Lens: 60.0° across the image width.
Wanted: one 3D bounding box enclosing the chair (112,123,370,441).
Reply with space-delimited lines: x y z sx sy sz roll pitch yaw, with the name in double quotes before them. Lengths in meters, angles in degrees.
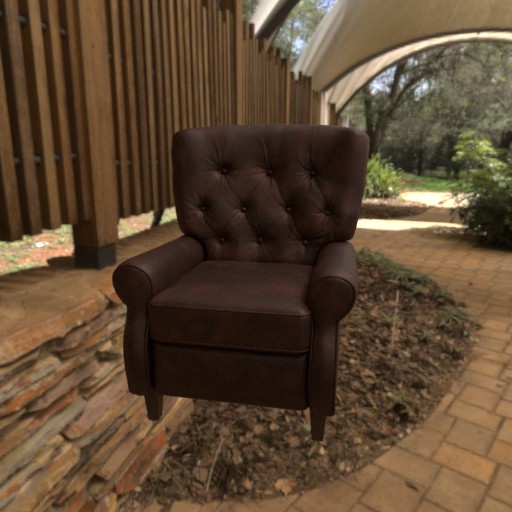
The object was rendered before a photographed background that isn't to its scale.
"chair" 0.000 0.000 1.959 0.948 1.158 1.058 3 14 11
